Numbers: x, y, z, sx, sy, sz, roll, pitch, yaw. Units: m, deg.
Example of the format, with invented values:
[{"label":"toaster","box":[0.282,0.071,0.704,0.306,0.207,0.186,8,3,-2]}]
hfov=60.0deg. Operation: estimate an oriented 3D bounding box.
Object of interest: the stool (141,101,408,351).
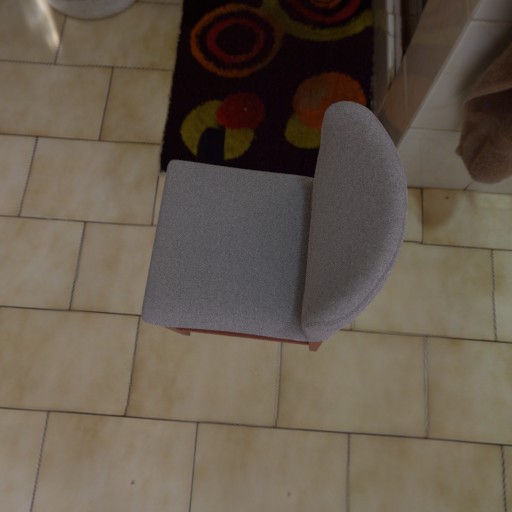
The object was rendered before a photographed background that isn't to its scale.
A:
[{"label":"stool","box":[0.000,0.000,1.284,0.568,0.968,0.481,6,75,2]}]
